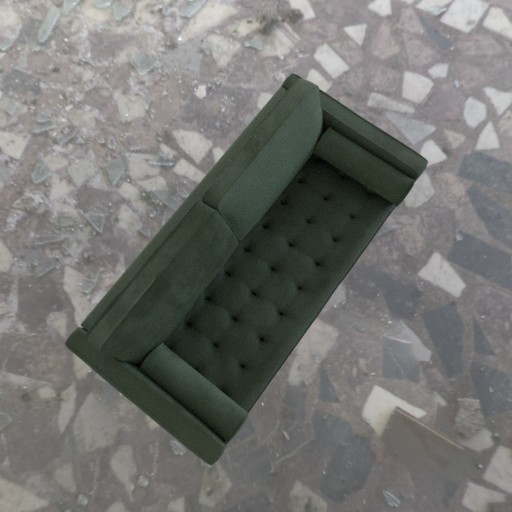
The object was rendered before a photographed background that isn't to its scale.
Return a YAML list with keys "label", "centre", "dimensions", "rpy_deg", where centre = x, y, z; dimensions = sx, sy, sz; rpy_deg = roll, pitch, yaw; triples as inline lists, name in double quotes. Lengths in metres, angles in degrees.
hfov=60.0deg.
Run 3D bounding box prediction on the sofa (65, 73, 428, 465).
- label: "sofa"
  centre: [0.000, 0.000, 2.377]
  dimensions: [0.916, 0.772, 1.880]
  rpy_deg: [36, 79, 8]
